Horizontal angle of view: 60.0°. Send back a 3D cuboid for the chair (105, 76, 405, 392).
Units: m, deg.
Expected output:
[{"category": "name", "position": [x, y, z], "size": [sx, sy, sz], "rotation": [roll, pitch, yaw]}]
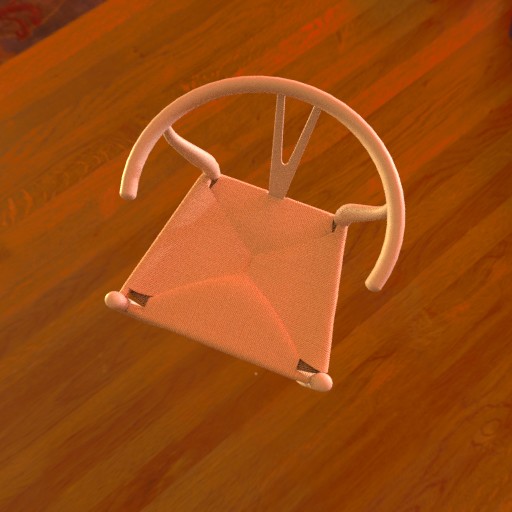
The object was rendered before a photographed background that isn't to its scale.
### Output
[{"category": "chair", "position": [0.000, 0.000, 1.103], "size": [0.533, 0.736, 0.500], "rotation": [20, 76, 5]}]
